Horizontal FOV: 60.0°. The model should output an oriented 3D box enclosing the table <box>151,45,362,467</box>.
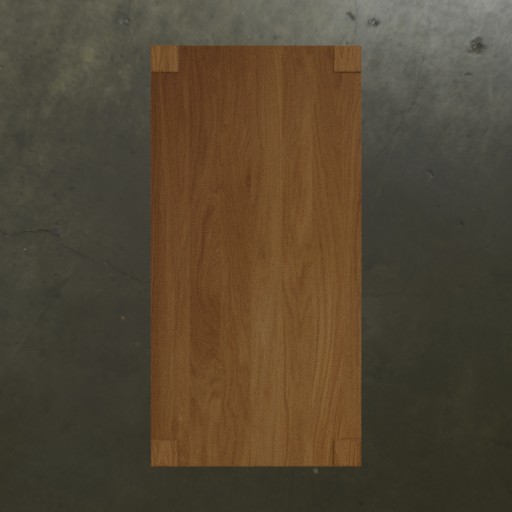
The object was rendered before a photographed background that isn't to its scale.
[{"bbox_3d":[0.000,0.000,2.270,0.900,0.760,1.800,0,90,0],"label":"table"}]
